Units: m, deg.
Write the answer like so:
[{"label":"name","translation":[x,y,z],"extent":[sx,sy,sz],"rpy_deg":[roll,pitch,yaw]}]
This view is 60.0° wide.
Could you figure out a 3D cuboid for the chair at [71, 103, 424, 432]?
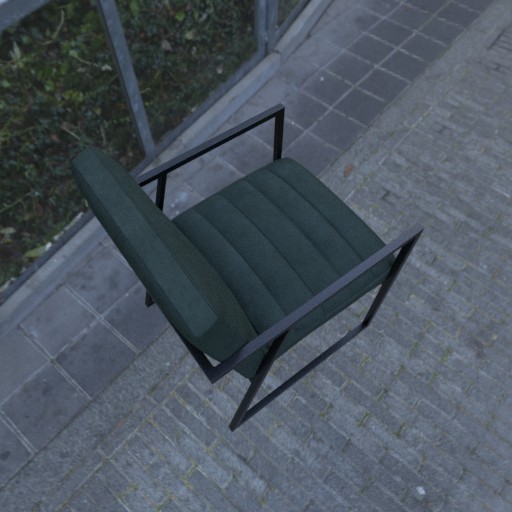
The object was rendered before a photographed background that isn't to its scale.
[{"label":"chair","translation":[0.000,0.000,1.288],"extent":[0.677,0.833,0.571],"rpy_deg":[-32,64,-18]}]
